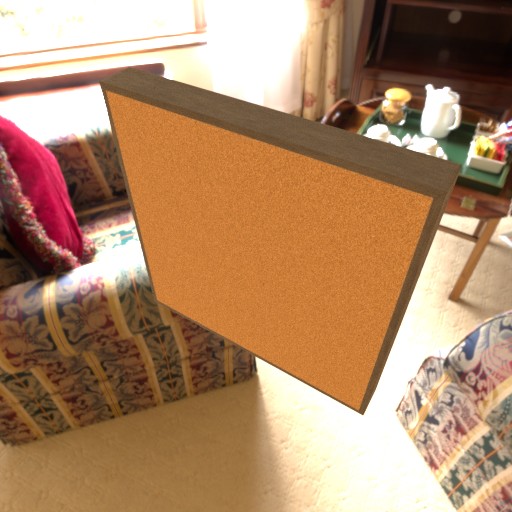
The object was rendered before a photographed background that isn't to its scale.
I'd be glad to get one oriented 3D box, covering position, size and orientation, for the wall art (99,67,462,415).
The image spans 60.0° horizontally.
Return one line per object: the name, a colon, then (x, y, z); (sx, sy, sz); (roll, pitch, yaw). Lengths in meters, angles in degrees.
wall art: (0.000, 0.000, 0.448); (0.303, 0.302, 0.038); (24, 50, 22)
